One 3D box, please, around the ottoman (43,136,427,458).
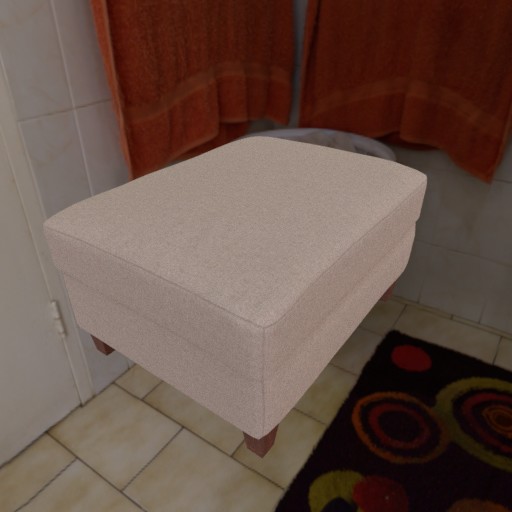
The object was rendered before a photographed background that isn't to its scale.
[{"bbox_3d":[0.000,0.000,1.313,0.692,0.511,0.902,21,37,30],"label":"ottoman"}]
